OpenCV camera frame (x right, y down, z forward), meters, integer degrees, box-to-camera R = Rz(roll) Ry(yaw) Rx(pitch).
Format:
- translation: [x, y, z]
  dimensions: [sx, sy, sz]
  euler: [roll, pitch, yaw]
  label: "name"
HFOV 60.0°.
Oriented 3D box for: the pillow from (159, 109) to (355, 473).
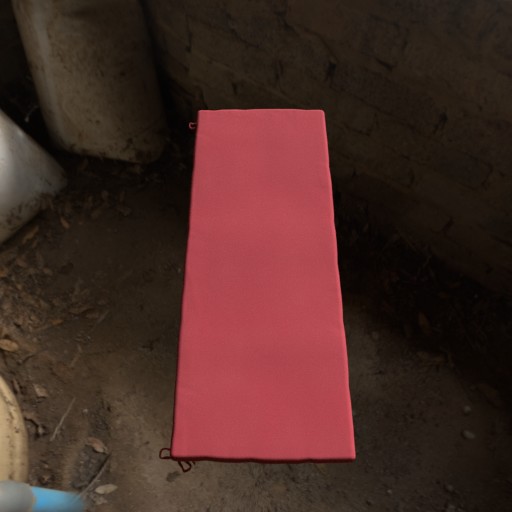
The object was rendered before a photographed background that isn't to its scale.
- translation: [0.000, 0.000, 1.352]
  dimensions: [0.492, 0.081, 1.187]
  euler: [0, 63, 0]
  label: "pillow"
